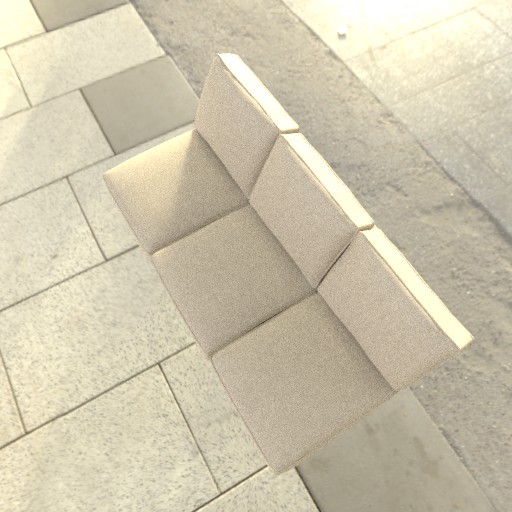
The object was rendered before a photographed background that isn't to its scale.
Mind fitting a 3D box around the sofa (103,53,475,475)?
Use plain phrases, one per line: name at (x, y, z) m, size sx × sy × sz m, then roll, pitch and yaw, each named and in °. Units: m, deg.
sofa at (0.000, 0.000, 2.423) m, size 1.027 × 0.973 × 1.962 m, roll -29°, pitch 67°, yaw -13°
